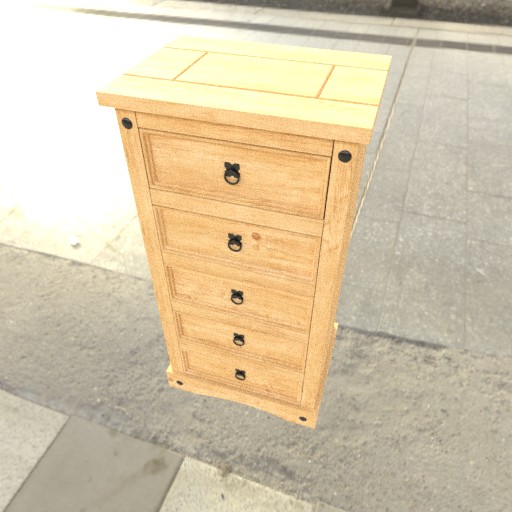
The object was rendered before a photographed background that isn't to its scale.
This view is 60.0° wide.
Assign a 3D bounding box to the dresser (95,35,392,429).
[{"bbox_3d":[0.000,0.000,1.284,0.531,1.041,0.390,12,43,13],"label":"dresser"}]
